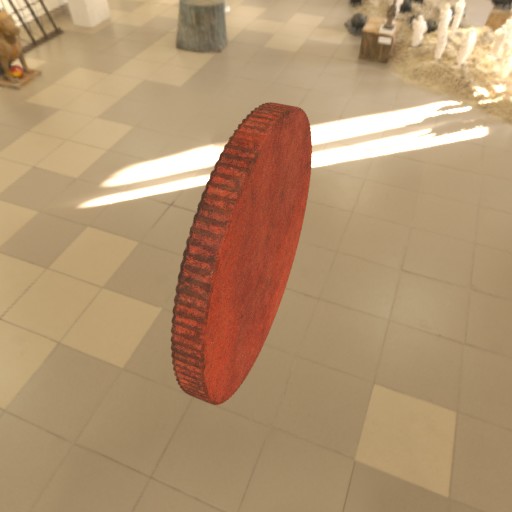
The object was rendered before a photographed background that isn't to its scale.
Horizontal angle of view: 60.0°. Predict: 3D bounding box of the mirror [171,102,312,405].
[{"bbox_3d":[0.000,0.000,0.927,0.056,0.609,0.609,16,49,15],"label":"mirror"}]
